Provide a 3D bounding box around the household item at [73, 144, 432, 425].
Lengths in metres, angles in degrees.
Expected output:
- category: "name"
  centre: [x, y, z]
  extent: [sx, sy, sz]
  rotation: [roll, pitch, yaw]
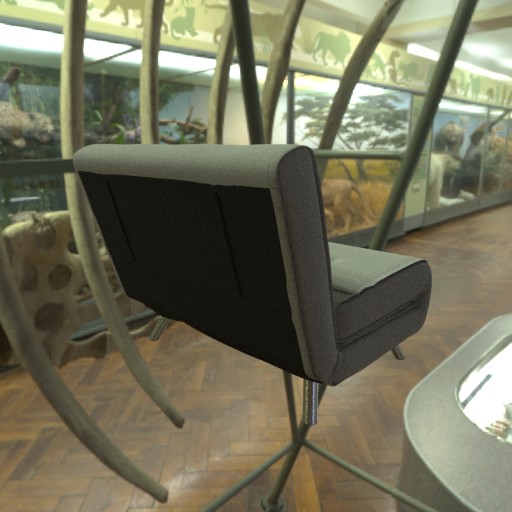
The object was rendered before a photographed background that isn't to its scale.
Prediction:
- category: "household item"
  centre: [0.000, 0.000, 1.633]
  extent: [1.000, 0.800, 0.874]
  rotation: [13, 19, 42]
